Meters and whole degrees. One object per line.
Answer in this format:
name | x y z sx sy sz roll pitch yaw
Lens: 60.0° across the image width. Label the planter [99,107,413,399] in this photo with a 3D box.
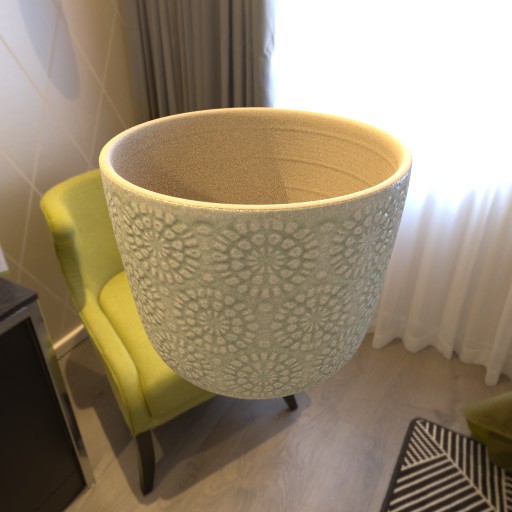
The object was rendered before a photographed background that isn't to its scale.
planter | 0.000 0.000 0.210 0.124 0.109 0.124 0 32 0
